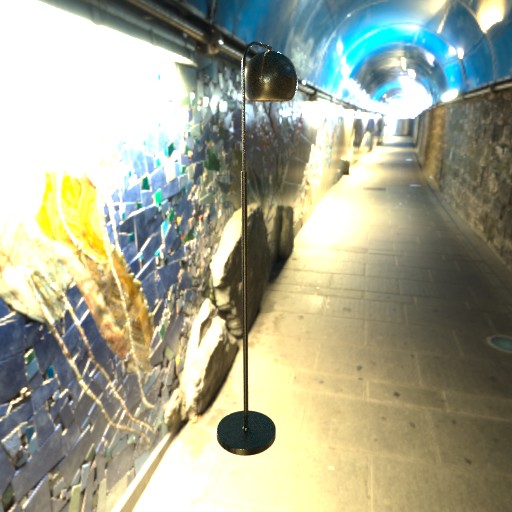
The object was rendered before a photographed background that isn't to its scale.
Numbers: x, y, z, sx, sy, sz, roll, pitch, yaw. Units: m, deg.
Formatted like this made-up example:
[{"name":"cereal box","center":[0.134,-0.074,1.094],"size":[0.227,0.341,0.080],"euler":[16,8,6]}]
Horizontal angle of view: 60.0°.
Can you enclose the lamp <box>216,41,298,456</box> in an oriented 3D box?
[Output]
[{"name":"lamp","center":[0.000,0.000,1.725],"size":[0.250,1.526,0.431],"euler":[8,18,26]}]
